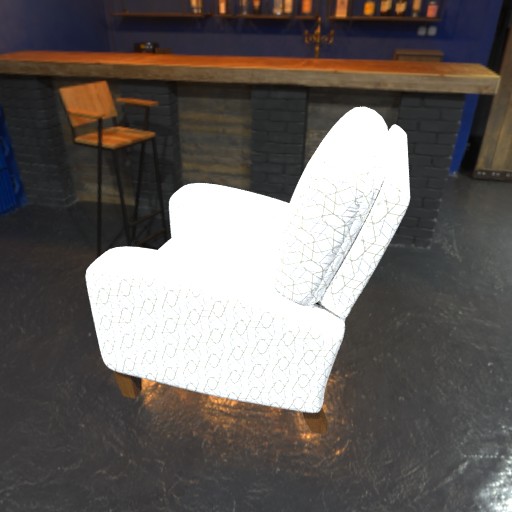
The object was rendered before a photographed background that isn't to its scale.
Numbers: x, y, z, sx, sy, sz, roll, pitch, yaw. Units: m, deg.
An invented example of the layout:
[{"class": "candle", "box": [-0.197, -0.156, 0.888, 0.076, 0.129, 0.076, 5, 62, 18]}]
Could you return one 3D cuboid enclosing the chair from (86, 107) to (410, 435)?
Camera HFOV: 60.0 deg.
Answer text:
[{"class": "chair", "box": [0.000, 0.000, 1.719, 0.995, 1.064, 0.796, 8, 31, 14]}]
